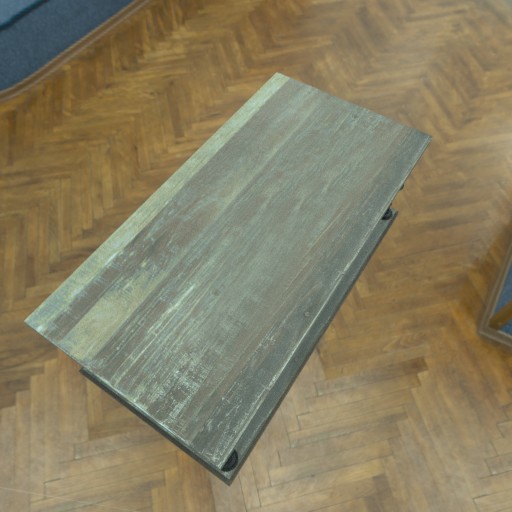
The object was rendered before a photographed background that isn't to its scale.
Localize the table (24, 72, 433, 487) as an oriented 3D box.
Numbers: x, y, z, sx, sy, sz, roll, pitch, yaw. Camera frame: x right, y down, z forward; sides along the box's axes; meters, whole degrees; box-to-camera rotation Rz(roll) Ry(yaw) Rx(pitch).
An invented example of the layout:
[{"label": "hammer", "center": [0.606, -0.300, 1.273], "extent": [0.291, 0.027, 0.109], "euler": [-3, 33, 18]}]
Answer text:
[{"label": "table", "center": [0.000, 0.000, 1.342], "extent": [0.554, 0.399, 1.088], "euler": [29, 63, 17]}]
